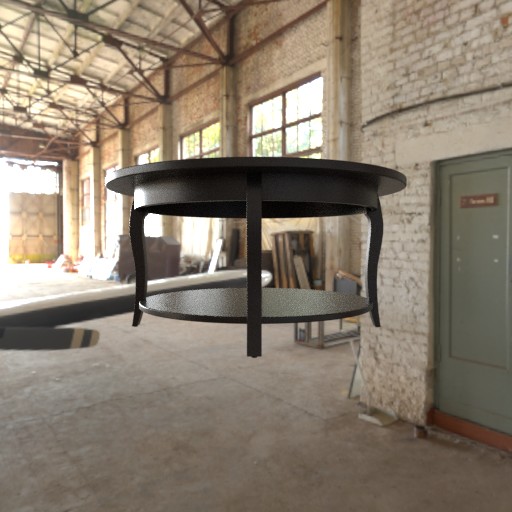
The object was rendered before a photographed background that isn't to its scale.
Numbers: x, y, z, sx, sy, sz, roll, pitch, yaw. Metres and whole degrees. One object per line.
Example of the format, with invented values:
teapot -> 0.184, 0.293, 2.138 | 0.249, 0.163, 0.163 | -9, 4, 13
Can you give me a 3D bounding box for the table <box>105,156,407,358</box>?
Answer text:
table -> 0.000, 0.000, 1.426 | 0.914, 0.457, 0.914 | 0, 1, 0
